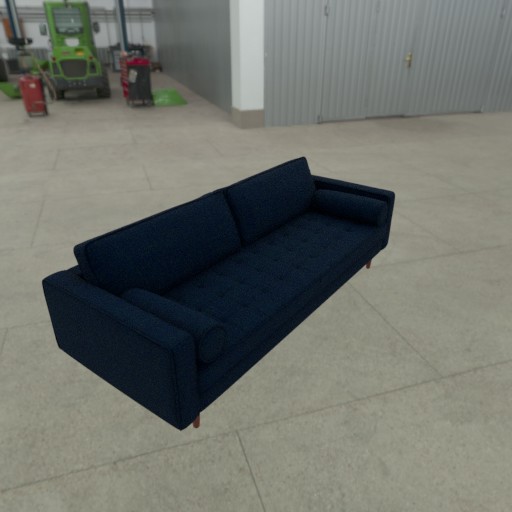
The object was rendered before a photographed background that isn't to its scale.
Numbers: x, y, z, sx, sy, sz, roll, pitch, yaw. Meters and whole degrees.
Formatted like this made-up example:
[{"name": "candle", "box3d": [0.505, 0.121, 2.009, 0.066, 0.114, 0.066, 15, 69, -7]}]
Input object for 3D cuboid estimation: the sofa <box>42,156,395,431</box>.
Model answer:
[{"name": "sofa", "box3d": [0.000, 0.000, 2.717, 0.914, 0.762, 2.210, 19, 33, 32]}]
